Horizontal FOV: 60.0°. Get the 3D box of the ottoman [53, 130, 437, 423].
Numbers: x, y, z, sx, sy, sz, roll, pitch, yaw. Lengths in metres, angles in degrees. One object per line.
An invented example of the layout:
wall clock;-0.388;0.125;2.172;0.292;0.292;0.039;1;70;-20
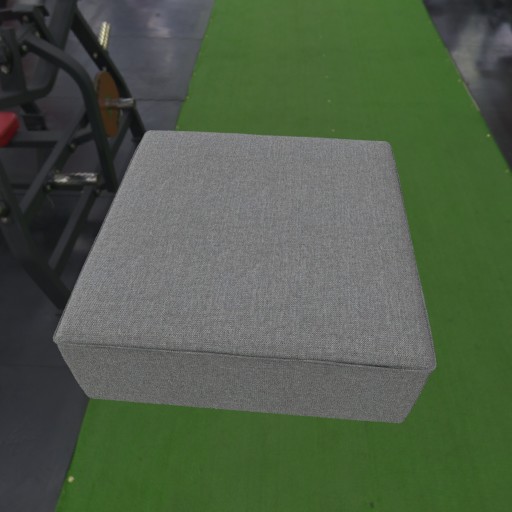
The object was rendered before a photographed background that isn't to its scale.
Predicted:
ottoman;0.000;0.000;1.588;1.017;0.423;1.023;4;48;4
